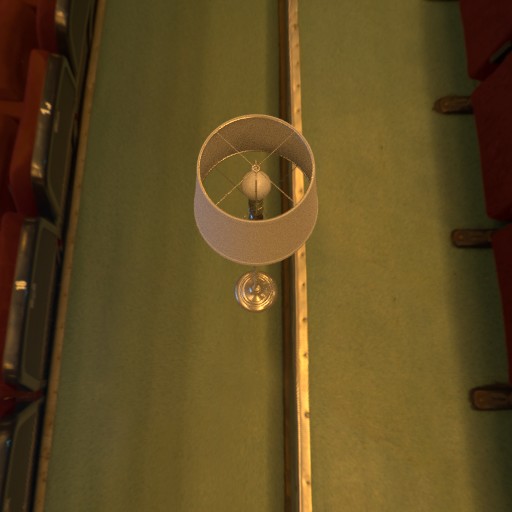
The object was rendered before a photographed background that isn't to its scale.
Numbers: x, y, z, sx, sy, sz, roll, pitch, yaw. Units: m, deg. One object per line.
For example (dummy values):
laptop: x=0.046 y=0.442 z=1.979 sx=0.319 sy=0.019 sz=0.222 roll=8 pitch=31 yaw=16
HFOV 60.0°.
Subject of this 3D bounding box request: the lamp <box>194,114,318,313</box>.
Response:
lamp: x=0.000 y=0.000 z=1.676 sx=0.327 sy=1.506 sz=0.327 roll=0 pitch=75 yaw=0
